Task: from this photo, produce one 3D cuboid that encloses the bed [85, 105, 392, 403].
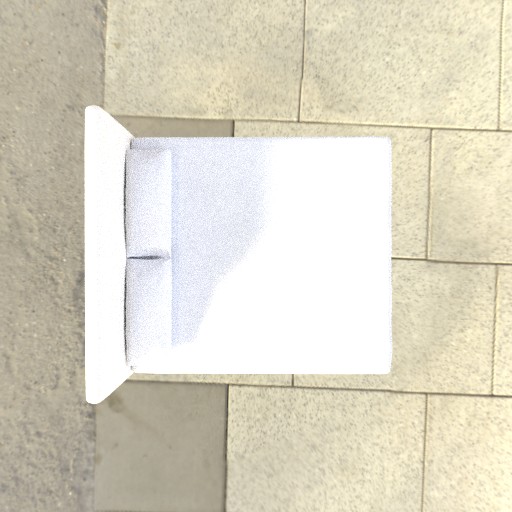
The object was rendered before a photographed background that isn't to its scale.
[{"bbox_3d":[0.000,0.000,3.634,2.341,1.317,2.119,0,90,1],"label":"bed"}]
